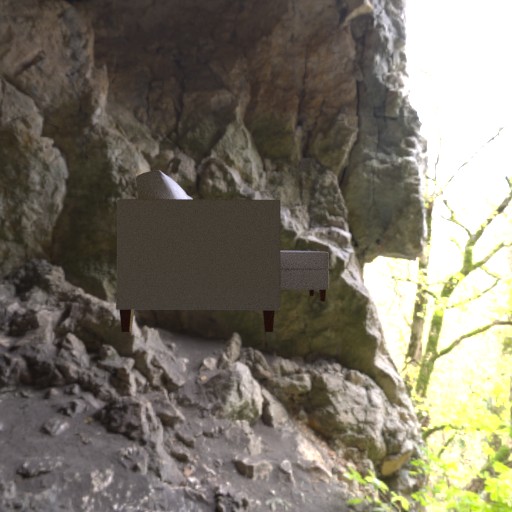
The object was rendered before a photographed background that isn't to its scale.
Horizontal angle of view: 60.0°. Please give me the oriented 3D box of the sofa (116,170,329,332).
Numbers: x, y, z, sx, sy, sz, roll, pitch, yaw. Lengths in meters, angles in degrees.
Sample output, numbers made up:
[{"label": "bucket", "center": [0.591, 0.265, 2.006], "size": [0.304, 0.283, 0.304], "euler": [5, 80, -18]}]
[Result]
[{"label": "sofa", "center": [0.000, 0.000, 4.186], "size": [1.599, 0.954, 3.471], "euler": [0, -2, 0]}]
